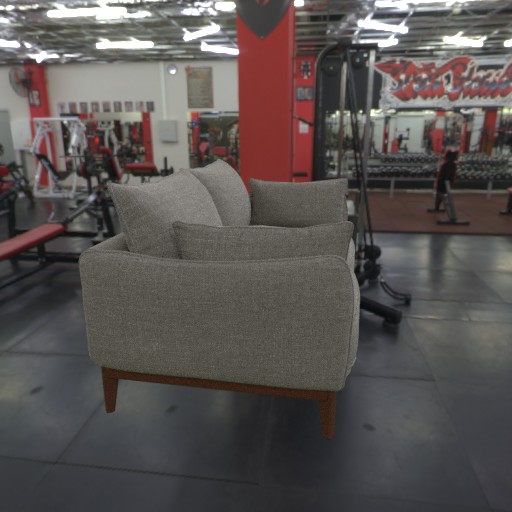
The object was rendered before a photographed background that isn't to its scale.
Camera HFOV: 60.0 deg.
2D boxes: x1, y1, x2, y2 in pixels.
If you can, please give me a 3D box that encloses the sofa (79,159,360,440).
[{"bbox_3d":[0.000,0.000,2.171,0.972,0.851,1.580,3,16,10],"label":"sofa"}]
